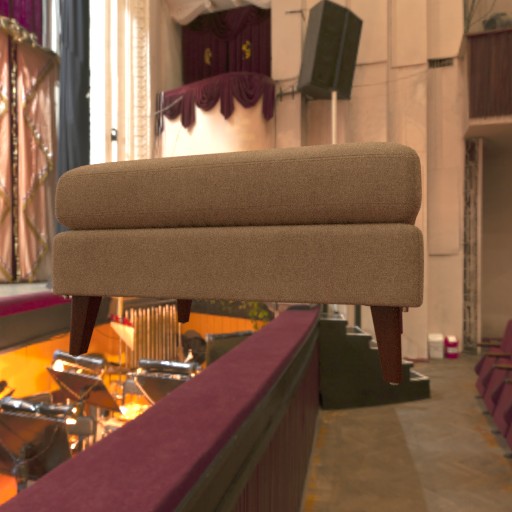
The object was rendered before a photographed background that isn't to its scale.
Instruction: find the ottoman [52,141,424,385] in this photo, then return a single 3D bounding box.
[{"bbox_3d":[0.000,0.000,1.192,0.823,0.478,0.610,0,0,18],"label":"ottoman"}]
